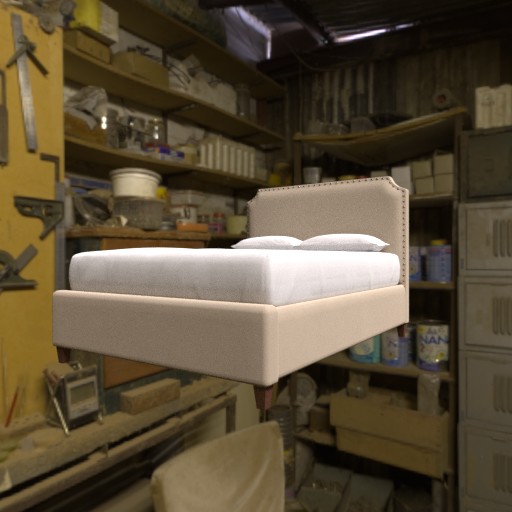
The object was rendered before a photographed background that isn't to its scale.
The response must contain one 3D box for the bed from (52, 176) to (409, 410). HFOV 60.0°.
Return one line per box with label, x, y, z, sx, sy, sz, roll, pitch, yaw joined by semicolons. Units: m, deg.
bed;0.000;0.000;3.418;1.703;1.415;2.329;0;0;34
